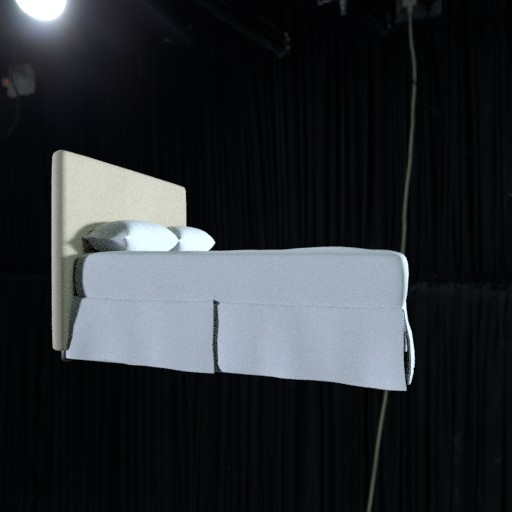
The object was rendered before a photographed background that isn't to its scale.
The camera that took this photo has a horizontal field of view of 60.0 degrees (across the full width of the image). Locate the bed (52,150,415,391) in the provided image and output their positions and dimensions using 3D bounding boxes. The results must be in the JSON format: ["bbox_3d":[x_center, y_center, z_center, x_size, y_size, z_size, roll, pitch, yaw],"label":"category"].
[{"bbox_3d":[0.000,0.000,3.220,2.142,1.330,1.723,0,0,18],"label":"bed"}]
